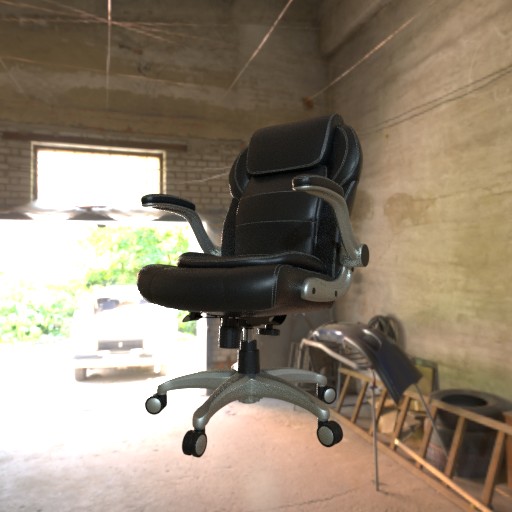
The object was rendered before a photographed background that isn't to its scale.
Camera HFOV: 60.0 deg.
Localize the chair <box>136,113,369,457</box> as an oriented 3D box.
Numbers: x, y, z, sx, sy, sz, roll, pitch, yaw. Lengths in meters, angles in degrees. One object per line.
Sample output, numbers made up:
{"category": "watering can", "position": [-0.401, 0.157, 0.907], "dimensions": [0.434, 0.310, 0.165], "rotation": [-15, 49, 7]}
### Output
{"category": "chair", "position": [0.000, 0.000, 1.589], "dimensions": [0.724, 1.141, 0.801], "rotation": [-1, -1, 35]}
